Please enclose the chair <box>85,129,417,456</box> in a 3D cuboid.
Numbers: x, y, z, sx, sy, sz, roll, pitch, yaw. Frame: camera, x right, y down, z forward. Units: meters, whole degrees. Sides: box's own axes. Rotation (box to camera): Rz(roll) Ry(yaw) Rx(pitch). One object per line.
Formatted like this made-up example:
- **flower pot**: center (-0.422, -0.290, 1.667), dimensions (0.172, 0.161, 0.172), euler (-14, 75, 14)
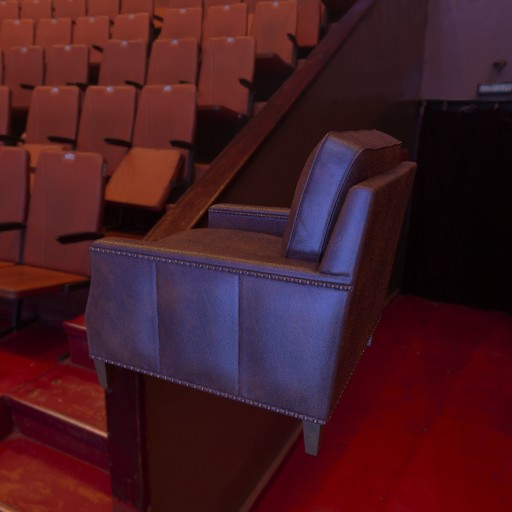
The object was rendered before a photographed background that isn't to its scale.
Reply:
- **chair**: center (0.000, 0.000, 1.691), dimensions (1.014, 0.929, 0.853), euler (8, 18, 25)
